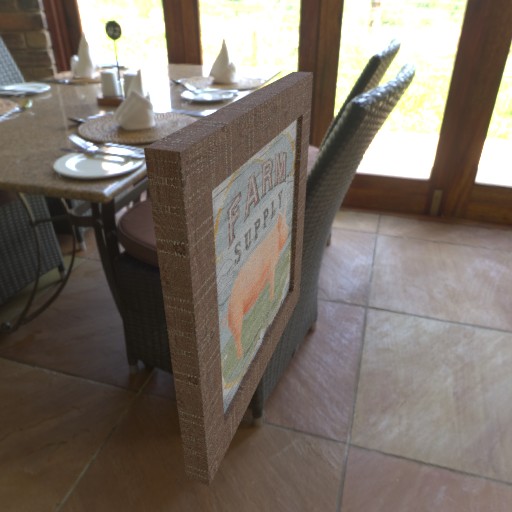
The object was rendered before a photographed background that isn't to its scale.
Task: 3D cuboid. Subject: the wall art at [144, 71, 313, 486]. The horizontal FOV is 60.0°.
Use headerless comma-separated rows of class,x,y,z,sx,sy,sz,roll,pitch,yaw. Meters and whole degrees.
wall art,0.000,0.000,0.776,0.040,0.531,0.531,10,32,17
